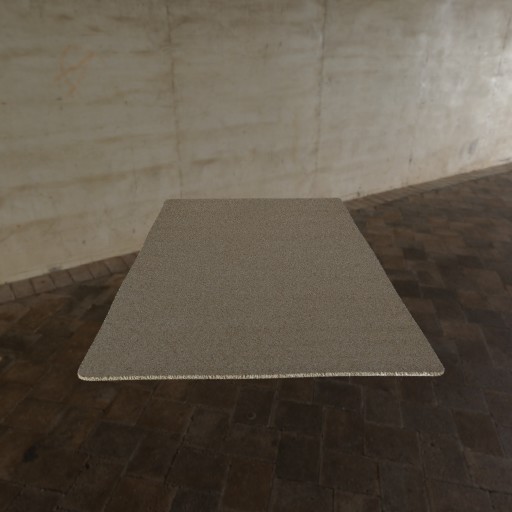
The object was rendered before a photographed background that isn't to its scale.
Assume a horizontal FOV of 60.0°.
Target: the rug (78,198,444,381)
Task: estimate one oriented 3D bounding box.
[{"bbox_3d":[0.000,0.000,3.352,1.798,0.025,2.698,-1,26,-1],"label":"rug"}]
